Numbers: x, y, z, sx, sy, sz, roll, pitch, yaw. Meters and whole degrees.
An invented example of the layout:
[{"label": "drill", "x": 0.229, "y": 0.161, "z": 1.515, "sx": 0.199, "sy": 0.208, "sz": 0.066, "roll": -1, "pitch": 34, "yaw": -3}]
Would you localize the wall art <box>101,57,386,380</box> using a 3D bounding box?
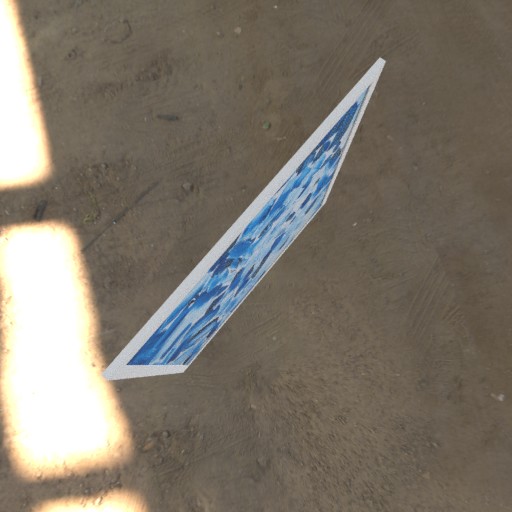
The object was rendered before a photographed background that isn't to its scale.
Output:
[{"label": "wall art", "x": 0.000, "y": 0.000, "z": 1.223, "sx": 0.015, "sy": 0.812, "sz": 0.812, "roll": 39, "pitch": 79, "yaw": 9}]
